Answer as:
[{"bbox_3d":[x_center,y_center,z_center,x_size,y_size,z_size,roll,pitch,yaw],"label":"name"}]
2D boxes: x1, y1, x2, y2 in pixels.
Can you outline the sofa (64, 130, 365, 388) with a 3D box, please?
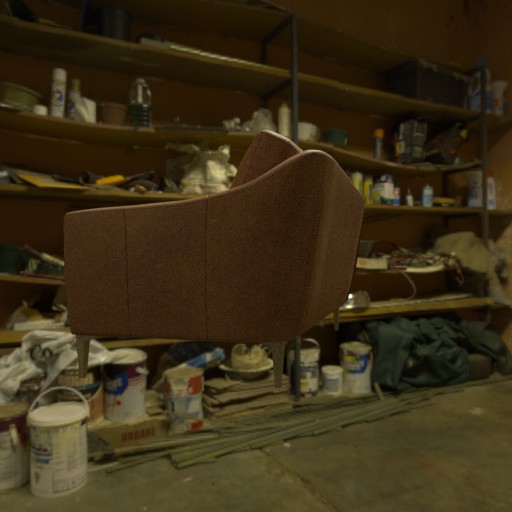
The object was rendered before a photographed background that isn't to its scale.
[{"bbox_3d":[0.000,0.000,2.210,0.960,0.902,1.619,0,0,19],"label":"sofa"}]
